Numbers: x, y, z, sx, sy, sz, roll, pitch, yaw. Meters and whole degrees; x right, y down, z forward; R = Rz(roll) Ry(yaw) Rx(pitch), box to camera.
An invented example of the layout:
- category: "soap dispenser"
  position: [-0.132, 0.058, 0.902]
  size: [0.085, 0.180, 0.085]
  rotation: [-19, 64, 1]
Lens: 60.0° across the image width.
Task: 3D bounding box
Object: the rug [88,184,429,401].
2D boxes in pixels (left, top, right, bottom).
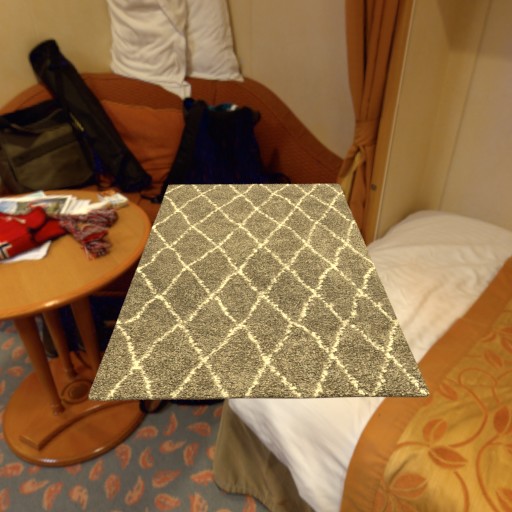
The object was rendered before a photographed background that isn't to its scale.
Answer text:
- category: "rug"
  position: [0.000, 0.000, 3.450]
  size: [1.778, 0.030, 2.743]
  rotation: [0, 32, -1]
